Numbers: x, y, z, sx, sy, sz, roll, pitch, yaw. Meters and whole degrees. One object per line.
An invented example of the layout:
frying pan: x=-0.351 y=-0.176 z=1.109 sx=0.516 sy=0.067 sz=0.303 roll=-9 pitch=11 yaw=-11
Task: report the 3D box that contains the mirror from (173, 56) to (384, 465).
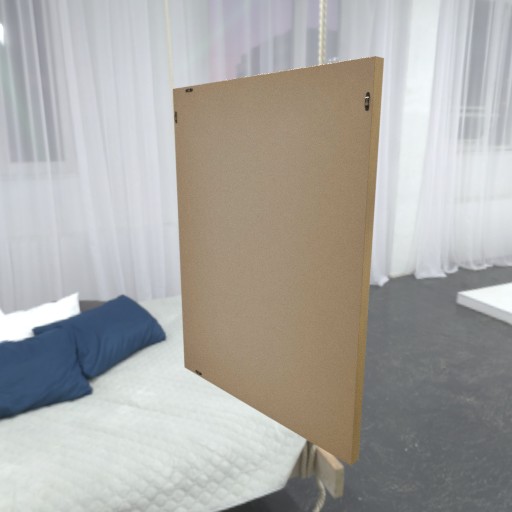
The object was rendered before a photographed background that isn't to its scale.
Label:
mirror: x=0.000 y=0.000 z=1.340 sx=0.041 sy=1.016 sz=0.762 roll=-13 pitch=19 yaw=-43
